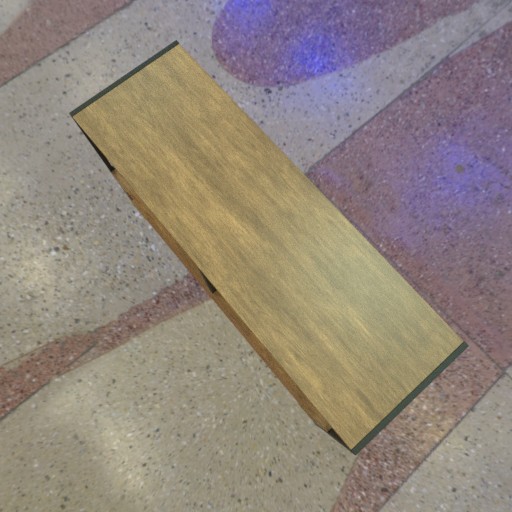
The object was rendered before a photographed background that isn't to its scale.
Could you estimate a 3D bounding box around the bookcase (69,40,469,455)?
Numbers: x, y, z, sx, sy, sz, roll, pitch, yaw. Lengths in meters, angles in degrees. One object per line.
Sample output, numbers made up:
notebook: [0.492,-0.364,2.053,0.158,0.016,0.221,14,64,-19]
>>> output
bookcase: [0.000,0.000,1.488,0.391,0.712,1.149,-39,78,-10]
